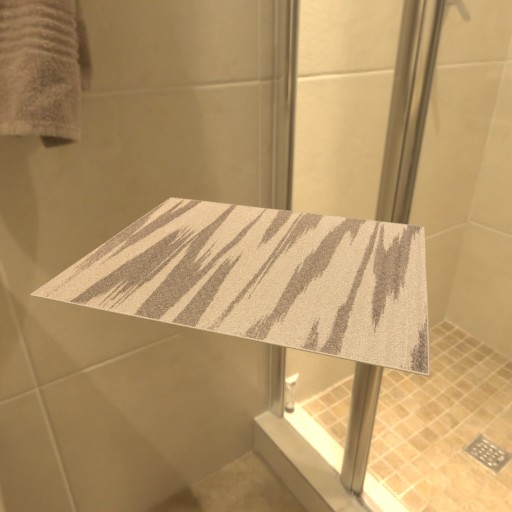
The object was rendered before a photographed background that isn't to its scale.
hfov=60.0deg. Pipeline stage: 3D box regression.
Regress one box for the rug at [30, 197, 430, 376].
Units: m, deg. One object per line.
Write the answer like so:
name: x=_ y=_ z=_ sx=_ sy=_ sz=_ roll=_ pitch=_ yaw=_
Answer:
rug: x=0.000 y=0.000 z=4.033 sx=2.945 sy=0.014 sz=2.353 roll=8 pitch=28 yaw=16
